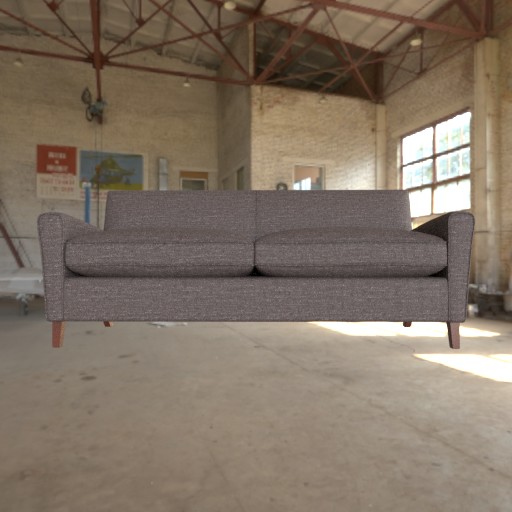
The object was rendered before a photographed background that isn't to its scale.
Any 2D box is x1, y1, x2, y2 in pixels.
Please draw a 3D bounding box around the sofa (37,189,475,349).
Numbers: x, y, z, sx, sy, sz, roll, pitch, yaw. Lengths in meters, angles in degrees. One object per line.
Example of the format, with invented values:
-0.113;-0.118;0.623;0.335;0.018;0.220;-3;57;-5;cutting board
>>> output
0.000;0.000;2.409;1.976;0.846;0.875;0;-1;1;sofa
